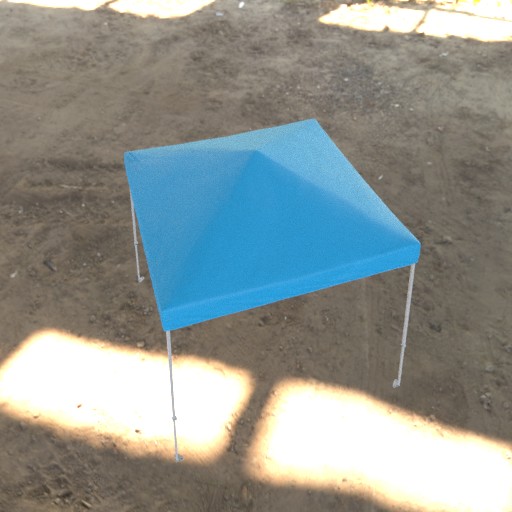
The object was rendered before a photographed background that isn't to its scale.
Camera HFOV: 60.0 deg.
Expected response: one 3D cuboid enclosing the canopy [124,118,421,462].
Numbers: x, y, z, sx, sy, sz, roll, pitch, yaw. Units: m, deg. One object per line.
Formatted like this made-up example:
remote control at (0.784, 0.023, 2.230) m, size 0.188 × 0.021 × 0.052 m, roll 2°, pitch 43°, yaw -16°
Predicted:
canopy at (0.000, 0.000, 6.499) m, size 3.599 × 3.600 × 3.600 m, roll -14°, pitch 48°, yaw -13°
